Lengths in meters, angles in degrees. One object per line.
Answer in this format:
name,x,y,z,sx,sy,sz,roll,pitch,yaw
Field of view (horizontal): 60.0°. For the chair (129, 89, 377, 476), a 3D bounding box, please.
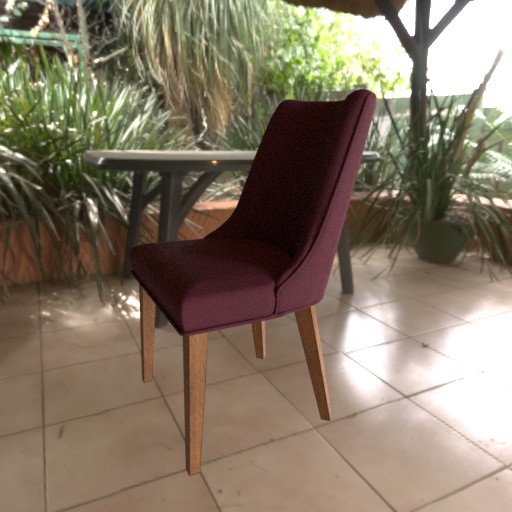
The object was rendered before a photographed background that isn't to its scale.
chair,0.000,0.000,1.311,0.638,0.916,0.548,-7,17,-26
